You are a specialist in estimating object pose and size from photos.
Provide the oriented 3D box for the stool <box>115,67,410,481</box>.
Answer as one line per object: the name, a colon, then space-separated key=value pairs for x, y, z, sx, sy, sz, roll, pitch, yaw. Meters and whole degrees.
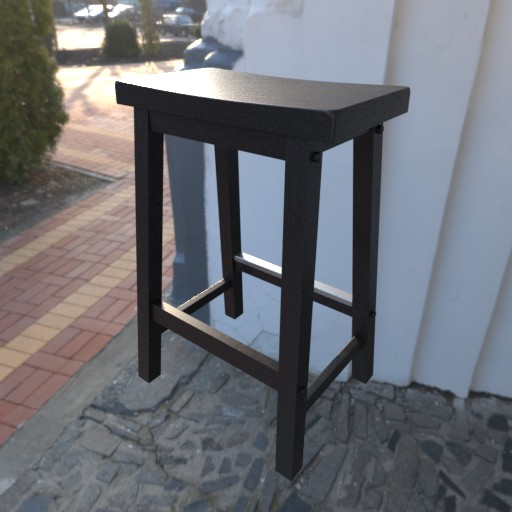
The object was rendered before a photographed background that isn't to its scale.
stool: x=0.000 y=0.000 z=0.831 sx=0.406 sy=0.610 sz=0.322 roll=21 pitch=35 yaw=33
